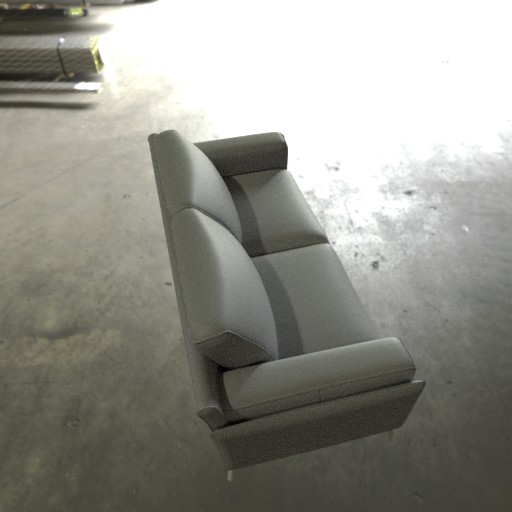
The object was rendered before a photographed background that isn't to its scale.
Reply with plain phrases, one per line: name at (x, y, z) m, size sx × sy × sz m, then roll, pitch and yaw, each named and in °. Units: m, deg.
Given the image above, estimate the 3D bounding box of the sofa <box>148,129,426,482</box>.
sofa at (0.000, 0.000, 2.565) m, size 0.969 × 0.900 × 2.100 m, roll -11°, pitch 47°, yaw -10°
